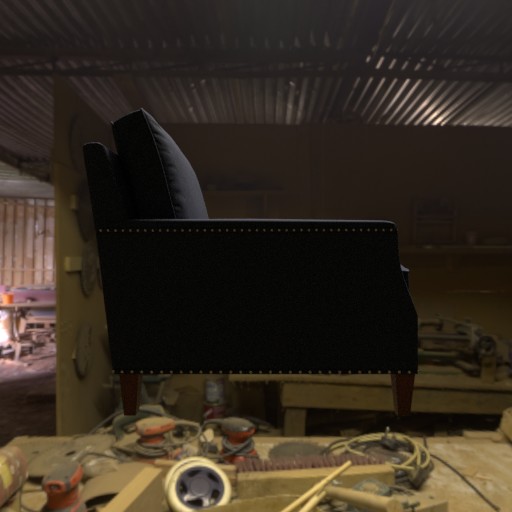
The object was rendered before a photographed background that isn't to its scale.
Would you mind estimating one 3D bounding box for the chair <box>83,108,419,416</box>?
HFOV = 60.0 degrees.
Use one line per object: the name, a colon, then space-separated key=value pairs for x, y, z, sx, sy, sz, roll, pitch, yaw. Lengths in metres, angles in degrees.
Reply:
chair: x=0.000 y=0.000 z=1.711 sx=1.014 sy=0.943 sz=0.853 roll=0 pitch=0 yaw=0
